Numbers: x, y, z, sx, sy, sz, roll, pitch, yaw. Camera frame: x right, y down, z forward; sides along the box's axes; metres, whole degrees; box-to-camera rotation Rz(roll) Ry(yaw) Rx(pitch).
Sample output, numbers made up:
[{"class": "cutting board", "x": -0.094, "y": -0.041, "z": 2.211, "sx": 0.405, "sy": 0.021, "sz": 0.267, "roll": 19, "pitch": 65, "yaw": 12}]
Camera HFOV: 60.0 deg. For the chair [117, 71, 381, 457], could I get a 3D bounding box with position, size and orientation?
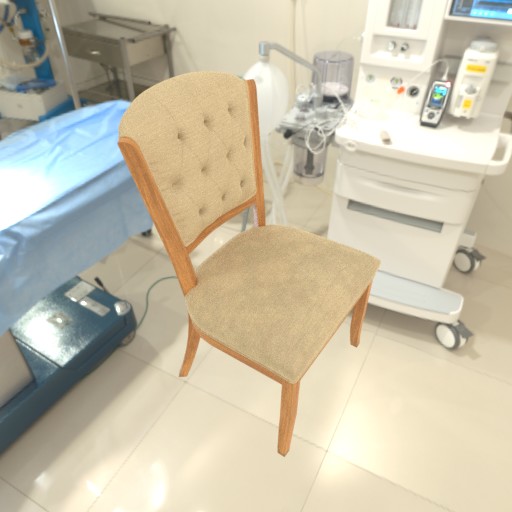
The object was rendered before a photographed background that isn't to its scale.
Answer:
[{"class": "chair", "x": 0.000, "y": 0.000, "z": 1.284, "sx": 0.584, "sy": 0.905, "sz": 0.513, "roll": 24, "pitch": 45, "yaw": 26}]
